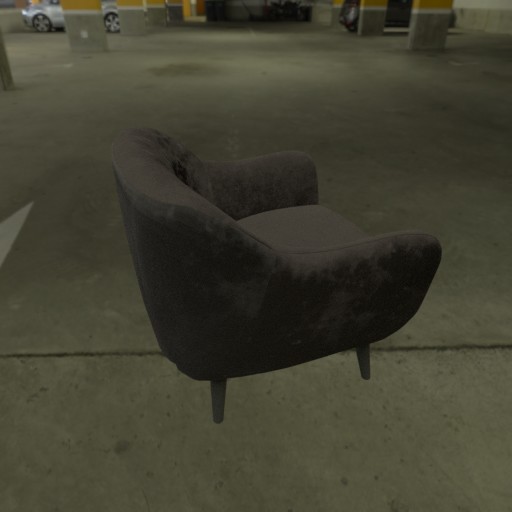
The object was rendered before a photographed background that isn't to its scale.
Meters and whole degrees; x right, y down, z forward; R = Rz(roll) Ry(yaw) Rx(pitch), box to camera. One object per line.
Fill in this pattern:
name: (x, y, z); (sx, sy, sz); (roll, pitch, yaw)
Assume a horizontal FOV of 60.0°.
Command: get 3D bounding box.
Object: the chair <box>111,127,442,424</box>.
chair: (0.000, 0.000, 1.491); (0.819, 0.807, 0.840); (-10, 32, -17)
